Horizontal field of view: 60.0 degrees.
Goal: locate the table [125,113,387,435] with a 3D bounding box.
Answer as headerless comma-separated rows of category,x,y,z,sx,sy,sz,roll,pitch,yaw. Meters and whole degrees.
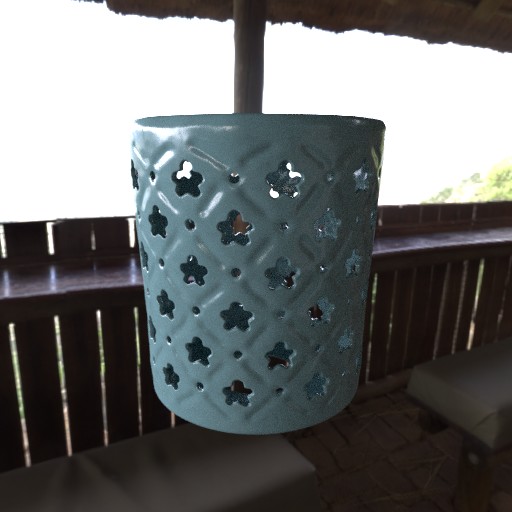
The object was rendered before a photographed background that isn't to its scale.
table,0.000,0.000,0.658,0.352,0.387,0.352,0,14,0
